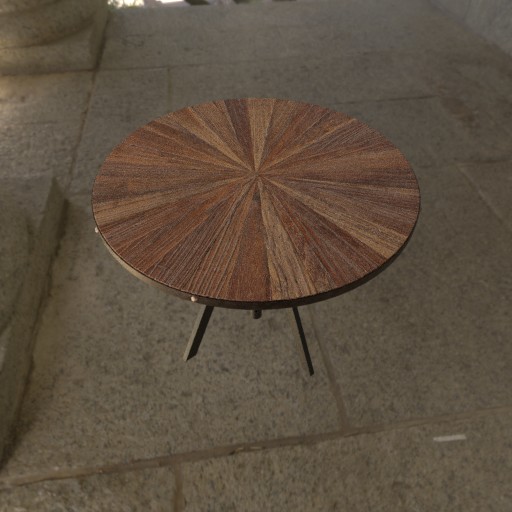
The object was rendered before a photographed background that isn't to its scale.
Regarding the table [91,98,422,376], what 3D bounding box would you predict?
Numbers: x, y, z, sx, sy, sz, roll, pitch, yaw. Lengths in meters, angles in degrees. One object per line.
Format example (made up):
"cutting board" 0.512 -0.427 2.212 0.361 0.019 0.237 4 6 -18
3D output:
"table" 0.000 0.000 1.465 0.885 0.658 0.885 0 47 0
